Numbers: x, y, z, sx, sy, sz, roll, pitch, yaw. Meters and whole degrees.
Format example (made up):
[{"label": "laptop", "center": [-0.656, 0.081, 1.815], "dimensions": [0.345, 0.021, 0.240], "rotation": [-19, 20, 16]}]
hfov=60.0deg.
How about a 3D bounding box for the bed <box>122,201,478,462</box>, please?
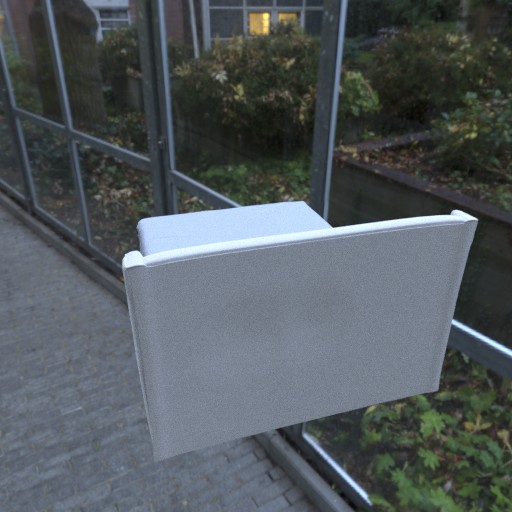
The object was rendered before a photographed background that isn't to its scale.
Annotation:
[{"label": "bed", "center": [0.000, 0.000, 3.451], "dimensions": [1.925, 1.332, 2.276], "rotation": [-8, 28, -15]}]
